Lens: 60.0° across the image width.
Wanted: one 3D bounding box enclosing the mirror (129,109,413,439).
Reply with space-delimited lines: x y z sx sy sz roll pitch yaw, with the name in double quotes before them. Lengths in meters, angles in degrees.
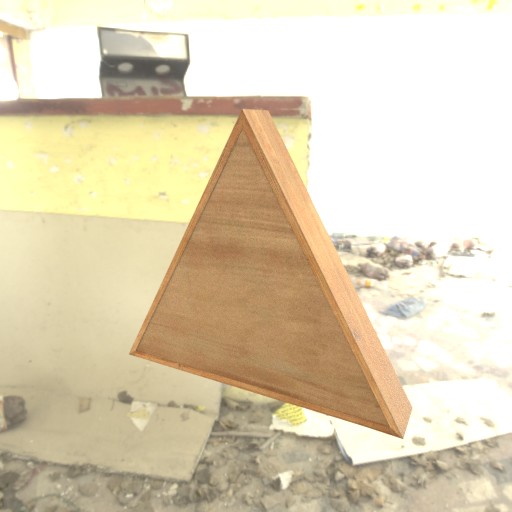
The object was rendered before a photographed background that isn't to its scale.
"mirror" 0.000 0.000 0.874 0.631 0.548 0.100 9 19 27
